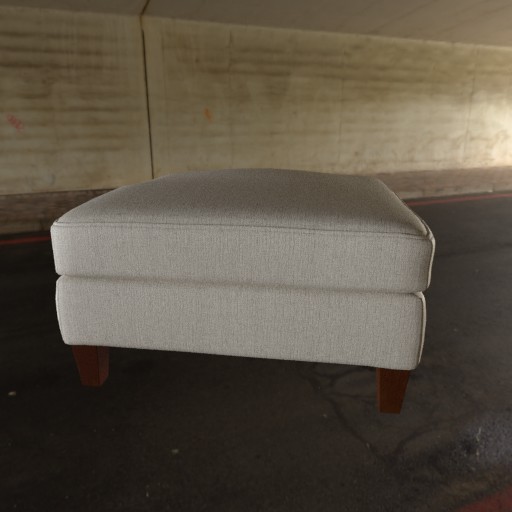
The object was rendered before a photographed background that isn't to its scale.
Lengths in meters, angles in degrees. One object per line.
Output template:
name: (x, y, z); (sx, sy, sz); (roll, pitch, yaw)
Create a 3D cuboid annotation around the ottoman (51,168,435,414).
ottoman: (0.000, 0.000, 1.344); (0.838, 0.478, 0.838); (2, 17, 8)
